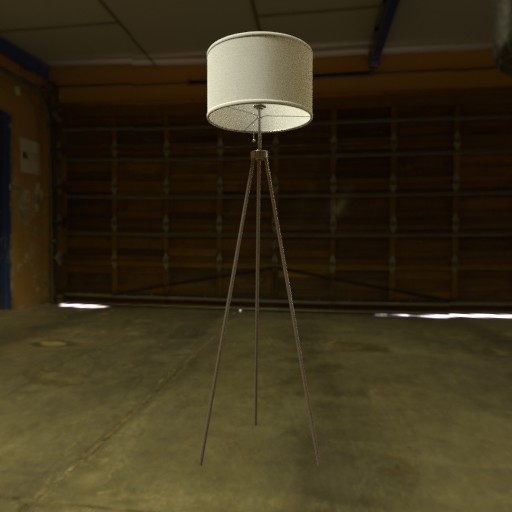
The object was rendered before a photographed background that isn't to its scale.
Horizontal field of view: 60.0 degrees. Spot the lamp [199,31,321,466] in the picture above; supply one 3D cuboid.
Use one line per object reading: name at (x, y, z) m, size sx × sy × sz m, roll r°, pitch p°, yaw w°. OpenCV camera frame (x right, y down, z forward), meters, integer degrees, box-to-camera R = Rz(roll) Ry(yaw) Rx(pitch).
lamp at (0.000, 0.000, 1.717) m, size 0.458 × 1.545 × 0.448 m, roll -1°, pitch 2°, yaw -37°
